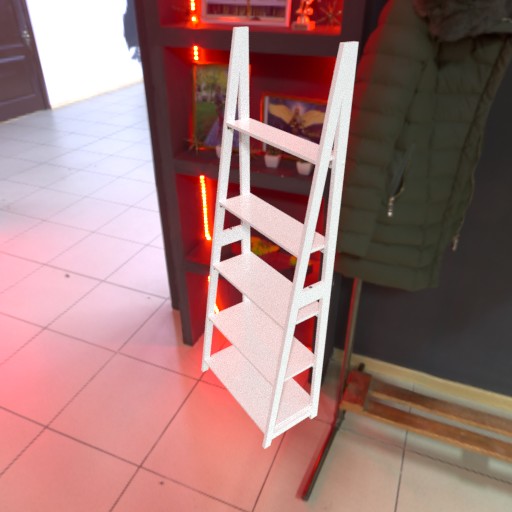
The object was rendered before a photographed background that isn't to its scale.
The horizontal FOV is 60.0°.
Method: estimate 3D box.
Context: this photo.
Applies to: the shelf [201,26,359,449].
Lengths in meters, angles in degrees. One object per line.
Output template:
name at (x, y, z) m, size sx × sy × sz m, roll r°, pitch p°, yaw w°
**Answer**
shelf at (0.000, 0.000, 1.993) m, size 0.341 × 1.779 × 0.636 m, roll -21°, pitch 38°, yaw -29°
